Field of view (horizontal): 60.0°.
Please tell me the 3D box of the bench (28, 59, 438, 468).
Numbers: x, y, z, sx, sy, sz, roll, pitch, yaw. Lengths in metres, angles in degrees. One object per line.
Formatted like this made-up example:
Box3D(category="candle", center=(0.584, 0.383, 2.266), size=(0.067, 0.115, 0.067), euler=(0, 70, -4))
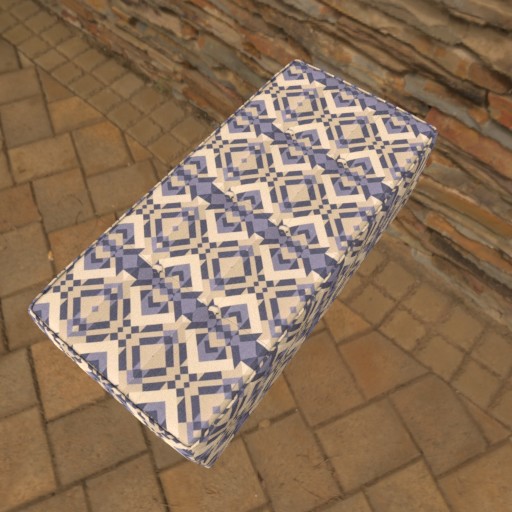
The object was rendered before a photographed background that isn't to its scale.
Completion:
Box3D(category="bench", center=(0.000, 0.000, 1.249), size=(0.492, 0.477, 1.016), euler=(34, 67, 17))
